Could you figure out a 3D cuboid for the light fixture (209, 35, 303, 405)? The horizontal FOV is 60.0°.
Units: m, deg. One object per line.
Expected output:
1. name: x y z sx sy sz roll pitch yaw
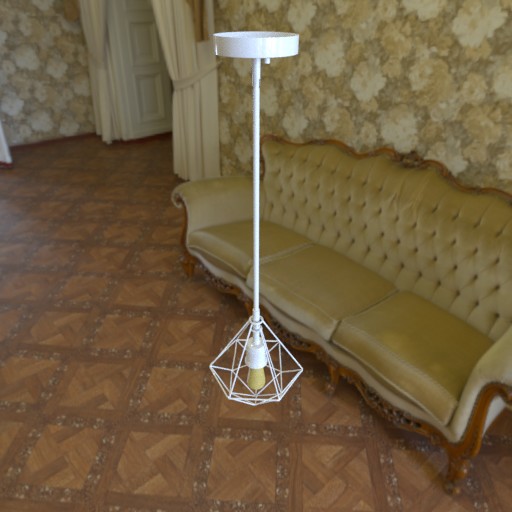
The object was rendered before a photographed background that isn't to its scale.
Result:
1. light fixture: 0.000 0.000 1.969 0.487 1.764 0.431 1 30 2
